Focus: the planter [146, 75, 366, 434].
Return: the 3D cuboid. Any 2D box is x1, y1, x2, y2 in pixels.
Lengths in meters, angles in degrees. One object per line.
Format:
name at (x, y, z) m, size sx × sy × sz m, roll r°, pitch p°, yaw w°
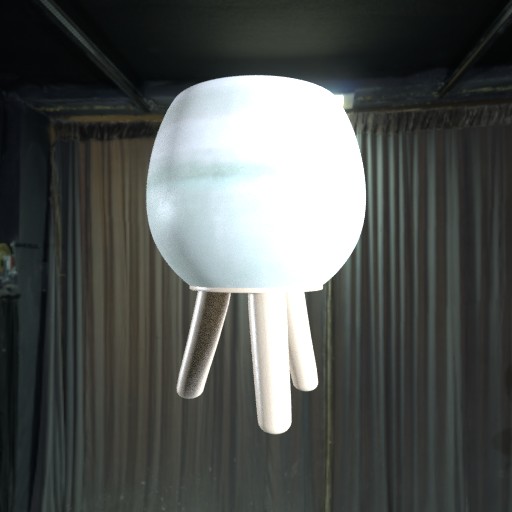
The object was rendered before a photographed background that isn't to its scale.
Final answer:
planter at (0.000, 0.000, 0.335) m, size 0.161 × 0.224 × 0.161 m, roll 0°, pitch -1°, yaw 0°
